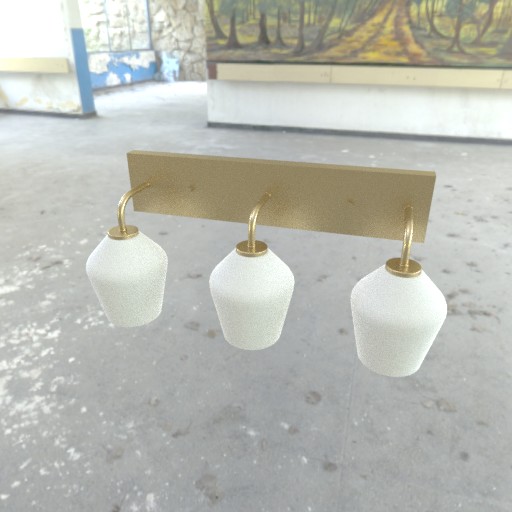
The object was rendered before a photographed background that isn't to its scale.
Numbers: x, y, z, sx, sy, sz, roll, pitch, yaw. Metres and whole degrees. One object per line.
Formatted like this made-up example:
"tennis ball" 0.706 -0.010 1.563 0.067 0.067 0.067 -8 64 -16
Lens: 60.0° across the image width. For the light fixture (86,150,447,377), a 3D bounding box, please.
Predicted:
"light fixture" 0.000 0.000 0.745 0.609 0.280 0.190 7 27 14
